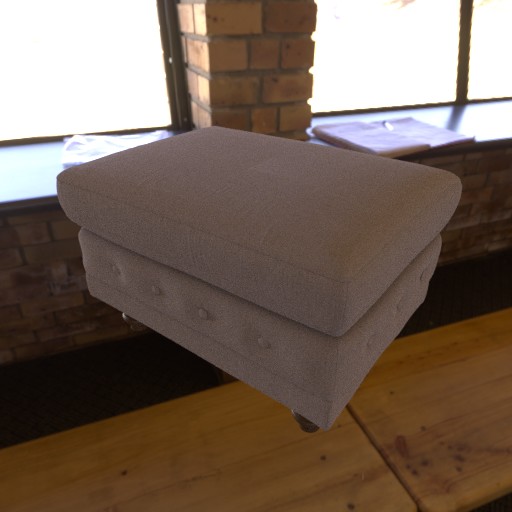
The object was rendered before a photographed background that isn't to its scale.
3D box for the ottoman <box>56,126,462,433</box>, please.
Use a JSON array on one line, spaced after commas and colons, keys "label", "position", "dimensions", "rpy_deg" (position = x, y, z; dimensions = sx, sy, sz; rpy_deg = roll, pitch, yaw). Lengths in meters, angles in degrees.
[{"label": "ottoman", "position": [0.000, 0.000, 1.113], "dimensions": [0.771, 0.500, 0.569], "rpy_deg": [21, 35, 32]}]
